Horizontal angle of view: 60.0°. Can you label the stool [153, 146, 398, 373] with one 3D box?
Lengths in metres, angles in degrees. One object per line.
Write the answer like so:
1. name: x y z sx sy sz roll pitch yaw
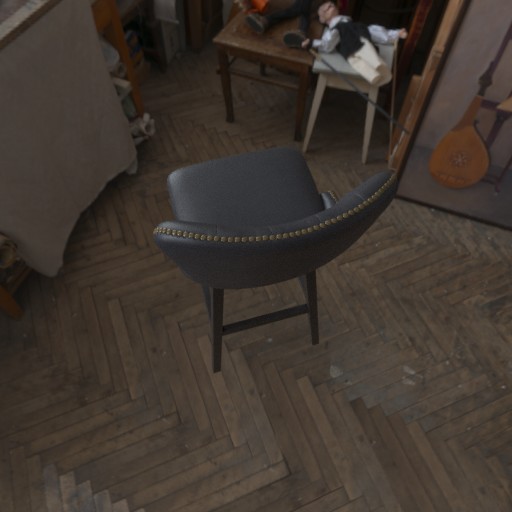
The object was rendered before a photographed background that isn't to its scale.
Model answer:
1. stool: 0.000 0.000 1.407 0.528 1.050 0.601 -14 59 -8
